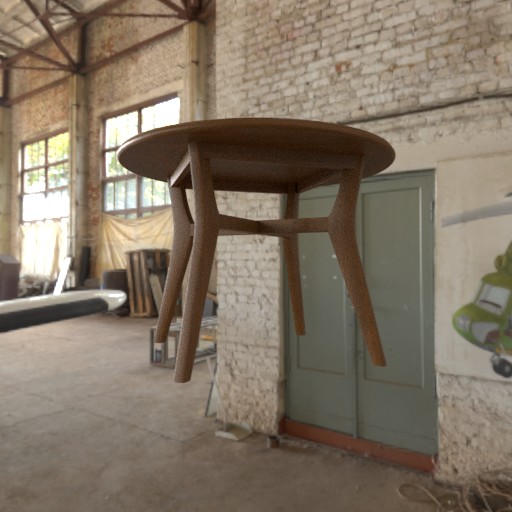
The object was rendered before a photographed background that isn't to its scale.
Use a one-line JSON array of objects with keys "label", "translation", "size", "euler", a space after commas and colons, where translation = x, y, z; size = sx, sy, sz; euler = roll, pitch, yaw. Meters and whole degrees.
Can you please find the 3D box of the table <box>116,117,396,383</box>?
[{"label": "table", "translation": [0.000, 0.000, 1.750], "size": [1.055, 0.757, 1.055], "euler": [0, -1, 0]}]
